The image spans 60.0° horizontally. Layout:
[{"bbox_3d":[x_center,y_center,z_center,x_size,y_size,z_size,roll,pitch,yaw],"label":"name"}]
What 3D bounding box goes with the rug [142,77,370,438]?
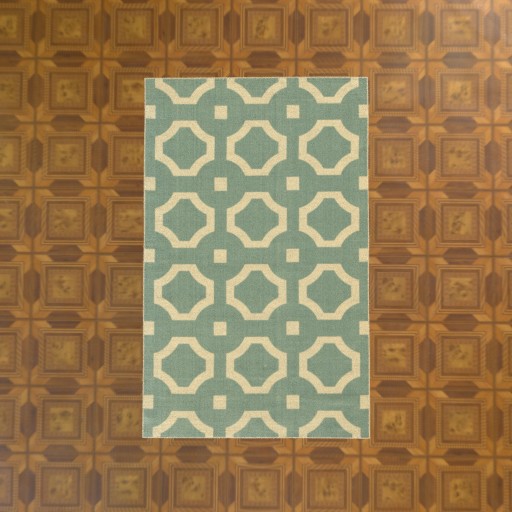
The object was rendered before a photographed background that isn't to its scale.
[{"bbox_3d":[0.000,0.000,3.000,1.528,0.015,2.443,0,89,1],"label":"rug"}]
